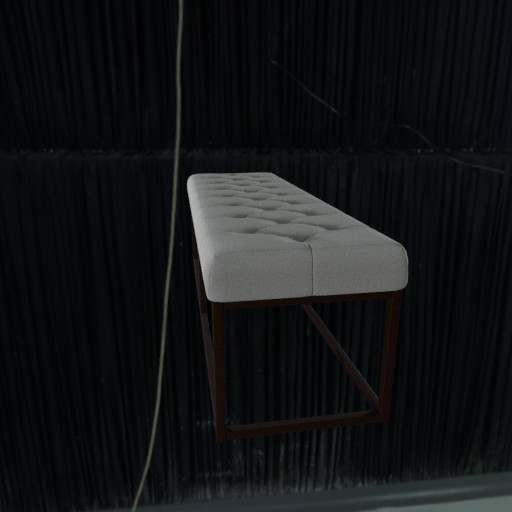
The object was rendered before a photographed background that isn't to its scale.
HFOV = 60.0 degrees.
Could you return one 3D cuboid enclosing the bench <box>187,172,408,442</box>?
[{"bbox_3d":[0.000,0.000,1.734,0.479,0.488,1.488,-3,17,-9],"label":"bench"}]
